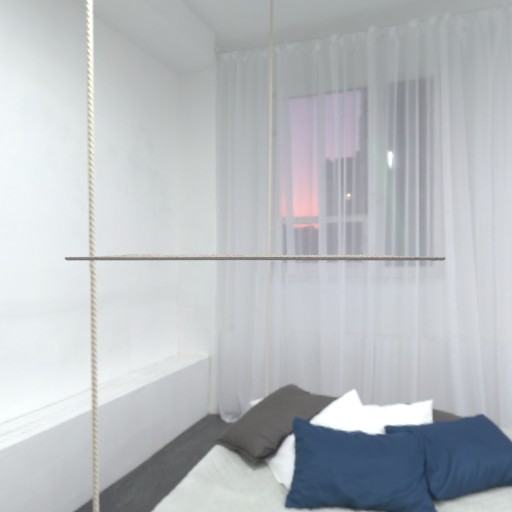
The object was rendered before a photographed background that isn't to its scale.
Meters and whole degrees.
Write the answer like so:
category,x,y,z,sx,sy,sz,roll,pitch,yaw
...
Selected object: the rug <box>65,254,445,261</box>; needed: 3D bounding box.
category,x,y,z,sx,sy,sz,roll,pitch,yaw
rug,0.000,0.000,3.025,1.609,0.030,2.342,0,0,0
